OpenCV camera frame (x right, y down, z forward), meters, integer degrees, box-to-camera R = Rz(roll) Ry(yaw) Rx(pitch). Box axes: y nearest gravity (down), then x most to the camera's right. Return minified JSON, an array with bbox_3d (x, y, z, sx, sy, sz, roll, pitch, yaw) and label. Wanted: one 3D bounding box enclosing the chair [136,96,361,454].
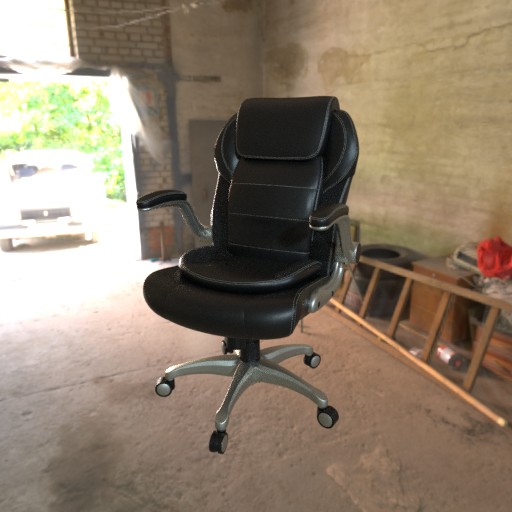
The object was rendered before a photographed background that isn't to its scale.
[{"bbox_3d":[0.000,0.000,1.637,0.724,1.141,0.801,8,18,25],"label":"chair"}]
